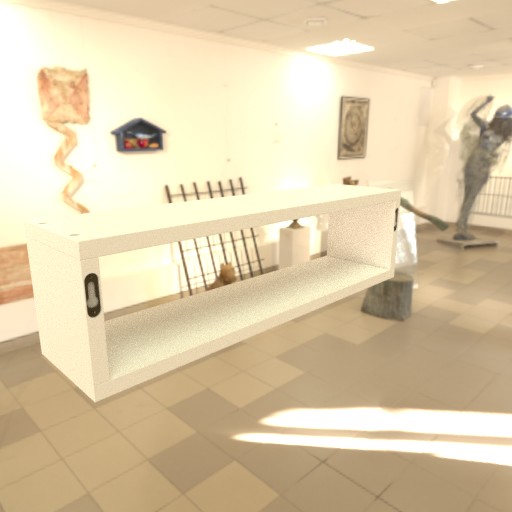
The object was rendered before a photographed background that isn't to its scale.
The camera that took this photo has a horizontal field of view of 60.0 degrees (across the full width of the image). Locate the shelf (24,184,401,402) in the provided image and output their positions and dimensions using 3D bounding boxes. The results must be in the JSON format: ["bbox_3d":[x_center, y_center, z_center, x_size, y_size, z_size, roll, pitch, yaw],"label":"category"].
[{"bbox_3d":[0.000,0.000,0.692,0.610,0.170,0.150,-14,20,-42],"label":"shelf"}]
